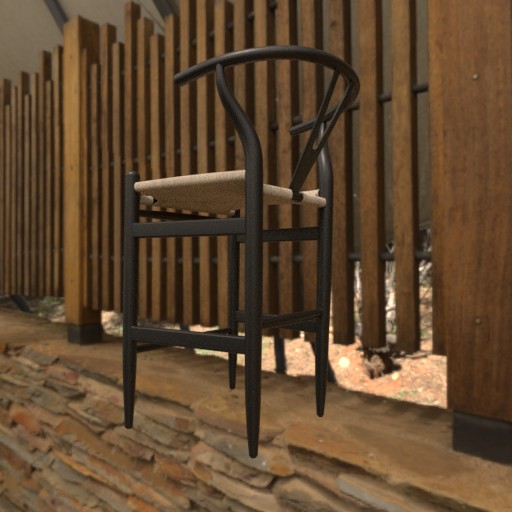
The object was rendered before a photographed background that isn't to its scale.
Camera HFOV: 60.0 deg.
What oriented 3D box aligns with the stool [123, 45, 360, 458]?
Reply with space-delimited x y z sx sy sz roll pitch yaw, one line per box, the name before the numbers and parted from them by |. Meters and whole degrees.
stool | 0.000 0.000 1.276 0.579 0.970 0.569 0 0 36
